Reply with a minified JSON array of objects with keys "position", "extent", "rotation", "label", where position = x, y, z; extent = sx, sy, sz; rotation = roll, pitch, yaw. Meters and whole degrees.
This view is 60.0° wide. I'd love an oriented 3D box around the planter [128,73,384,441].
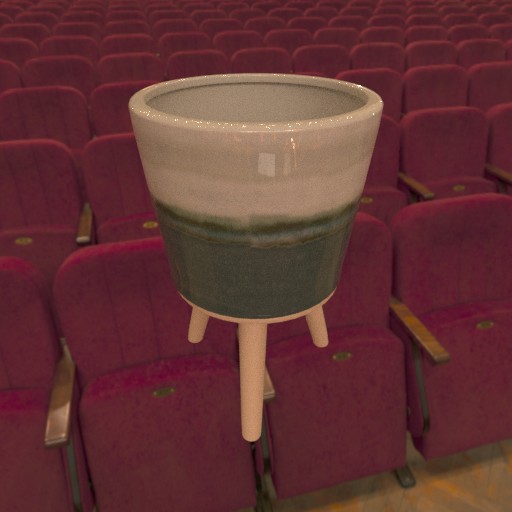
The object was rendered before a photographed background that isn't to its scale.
[{"position":[0.000,0.000,0.471],"extent":[0.217,0.331,0.217],"rotation":[-8,32,-12],"label":"planter"}]
